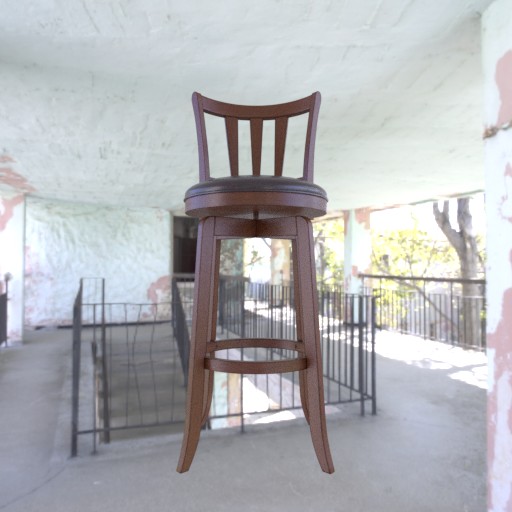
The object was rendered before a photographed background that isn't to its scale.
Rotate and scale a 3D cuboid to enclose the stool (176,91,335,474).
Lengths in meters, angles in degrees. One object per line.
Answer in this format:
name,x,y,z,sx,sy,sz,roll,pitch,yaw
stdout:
stool,0.000,0.000,1.414,0.464,1.177,0.503,0,-1,0
